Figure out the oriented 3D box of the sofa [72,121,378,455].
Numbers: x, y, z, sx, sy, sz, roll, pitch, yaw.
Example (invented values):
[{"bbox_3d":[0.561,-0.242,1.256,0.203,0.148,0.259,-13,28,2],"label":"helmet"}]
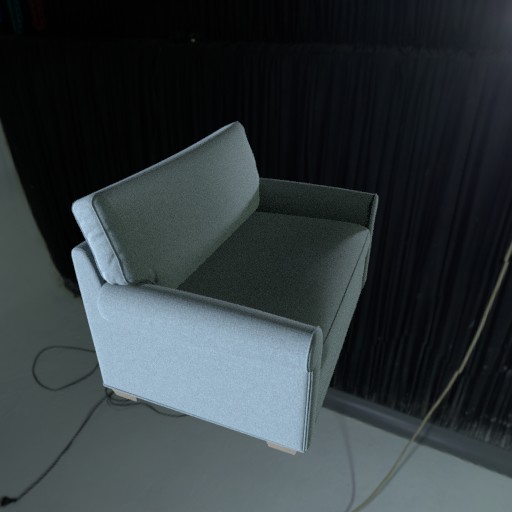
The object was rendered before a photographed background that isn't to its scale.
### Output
[{"bbox_3d":[0.000,0.000,2.092,0.940,0.953,1.410,11,31,19],"label":"sofa"}]
